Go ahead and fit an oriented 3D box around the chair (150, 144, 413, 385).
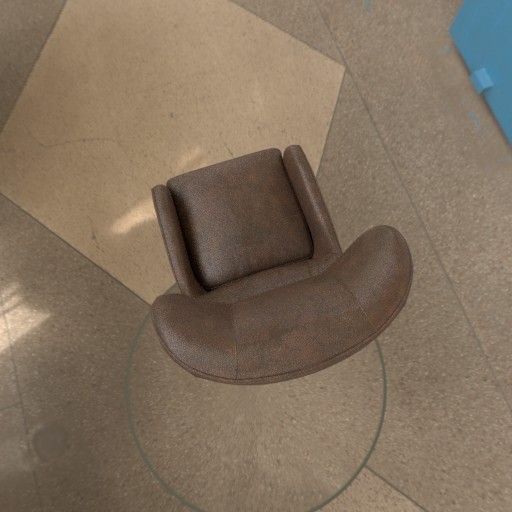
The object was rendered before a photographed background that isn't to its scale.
[{"bbox_3d":[0.000,0.000,1.668,0.692,1.048,0.914,-18,75,-5],"label":"chair"}]
